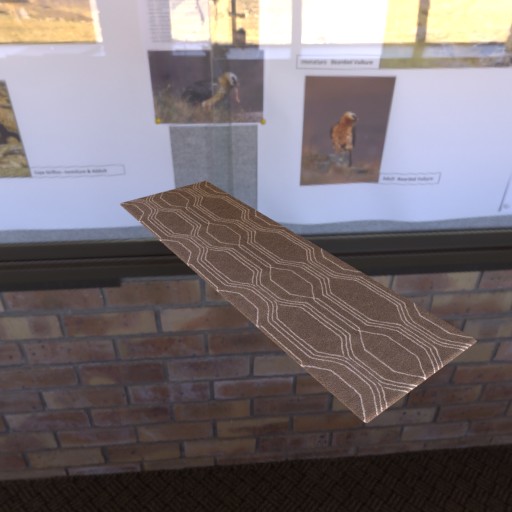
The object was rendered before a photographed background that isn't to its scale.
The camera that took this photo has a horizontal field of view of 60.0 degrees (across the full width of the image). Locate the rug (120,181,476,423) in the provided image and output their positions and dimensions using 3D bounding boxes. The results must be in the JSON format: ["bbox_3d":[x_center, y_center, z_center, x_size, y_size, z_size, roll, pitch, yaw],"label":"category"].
[{"bbox_3d":[0.000,0.000,2.737,0.773,0.012,2.464,-21,37,-30],"label":"rug"}]
